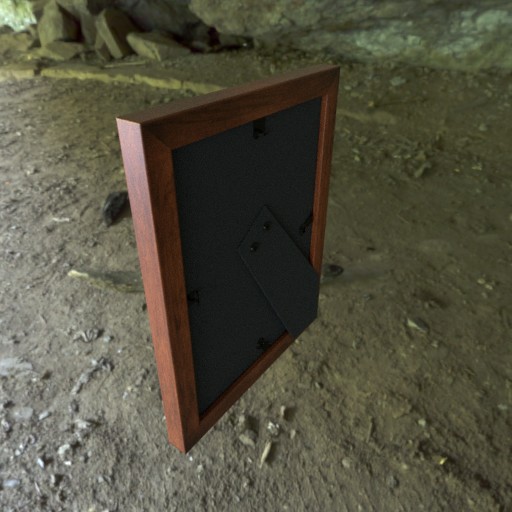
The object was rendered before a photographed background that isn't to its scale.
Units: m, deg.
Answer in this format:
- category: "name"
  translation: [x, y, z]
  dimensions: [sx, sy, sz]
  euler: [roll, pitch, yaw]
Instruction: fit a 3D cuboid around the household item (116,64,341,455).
- category: "household item"
  translation: [0.000, 0.000, 0.343]
  dimensions: [0.020, 0.250, 0.200]
  euler: [21, 38, 30]
